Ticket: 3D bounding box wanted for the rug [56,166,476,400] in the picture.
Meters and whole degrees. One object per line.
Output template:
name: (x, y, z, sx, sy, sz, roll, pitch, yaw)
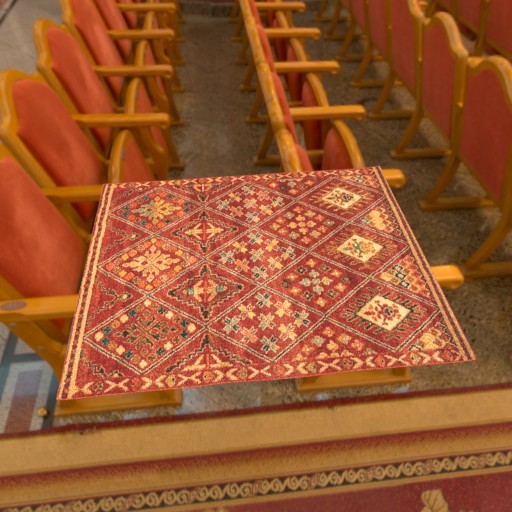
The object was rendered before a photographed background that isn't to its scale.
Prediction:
rug: (0.000, 0.000, 4.065, 3.086, 0.030, 2.489, -4, 47, -4)
